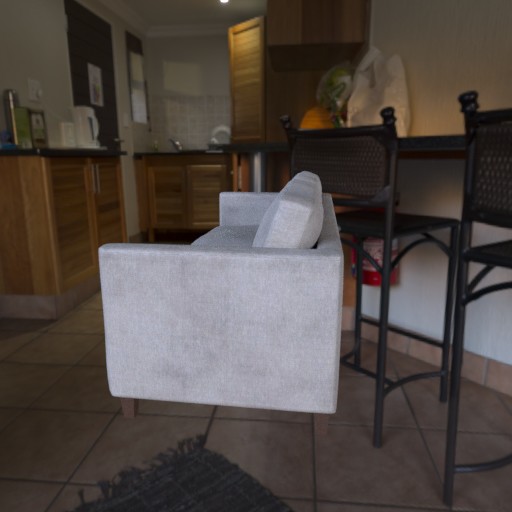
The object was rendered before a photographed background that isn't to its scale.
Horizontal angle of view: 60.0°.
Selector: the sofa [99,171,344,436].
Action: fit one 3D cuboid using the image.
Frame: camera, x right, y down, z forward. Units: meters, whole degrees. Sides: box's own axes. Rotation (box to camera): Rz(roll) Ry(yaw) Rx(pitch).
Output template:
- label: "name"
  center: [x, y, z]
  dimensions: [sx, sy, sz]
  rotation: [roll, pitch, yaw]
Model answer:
- label: "sofa"
  center: [0.000, 0.000, 2.719]
  dimensions: [0.951, 0.965, 2.208]
  rotation: [2, 14, 8]
